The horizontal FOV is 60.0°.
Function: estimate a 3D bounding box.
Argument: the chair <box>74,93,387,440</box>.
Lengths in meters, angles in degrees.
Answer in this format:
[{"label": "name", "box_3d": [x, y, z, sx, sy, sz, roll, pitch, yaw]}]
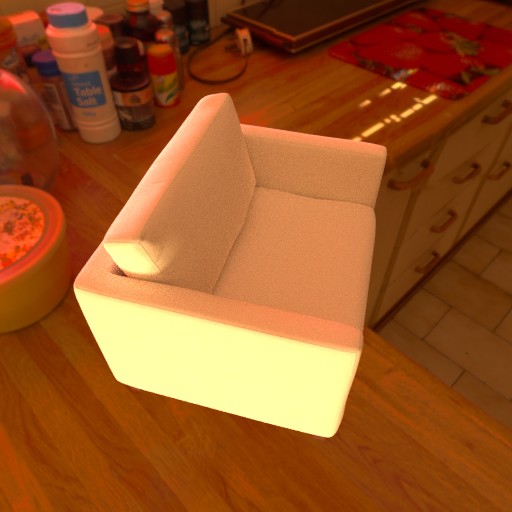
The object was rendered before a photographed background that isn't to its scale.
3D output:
[{"label": "chair", "box_3d": [0.000, 0.000, 1.718, 0.878, 0.885, 1.019, 11, 48, 10]}]
